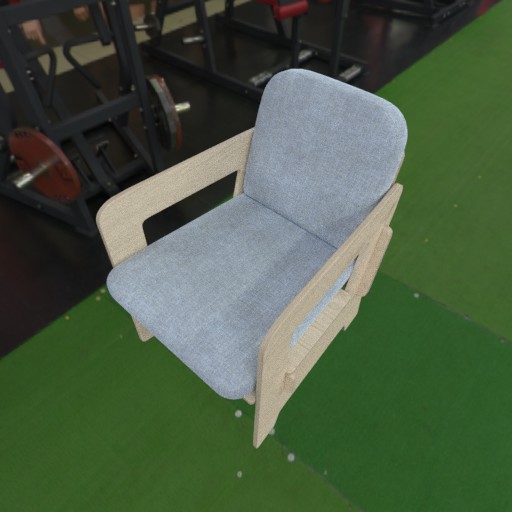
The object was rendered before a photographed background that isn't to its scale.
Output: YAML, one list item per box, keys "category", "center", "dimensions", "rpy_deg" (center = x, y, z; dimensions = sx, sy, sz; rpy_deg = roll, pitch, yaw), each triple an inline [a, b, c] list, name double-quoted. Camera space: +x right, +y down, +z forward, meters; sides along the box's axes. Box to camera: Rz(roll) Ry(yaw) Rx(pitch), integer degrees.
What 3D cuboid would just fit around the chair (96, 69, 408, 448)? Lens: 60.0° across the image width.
- category: "chair"
  center: [0.000, 0.000, 1.270]
  dimensions: [0.590, 0.800, 0.710]
  rpy_deg: [34, 56, 27]
